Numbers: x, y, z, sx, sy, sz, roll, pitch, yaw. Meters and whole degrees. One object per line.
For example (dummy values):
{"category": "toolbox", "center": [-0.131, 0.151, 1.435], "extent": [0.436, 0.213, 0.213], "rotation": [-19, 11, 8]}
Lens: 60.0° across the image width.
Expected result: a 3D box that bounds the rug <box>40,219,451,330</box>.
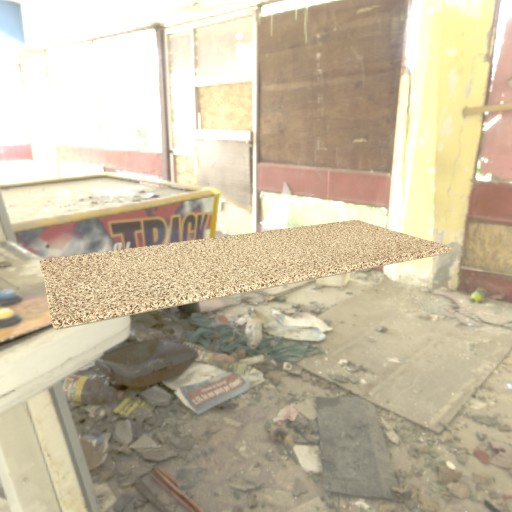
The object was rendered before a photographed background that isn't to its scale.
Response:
{"category": "rug", "center": [0.000, 0.000, 1.754], "extent": [1.524, 0.030, 0.609], "rotation": [-9, 19, -27]}
